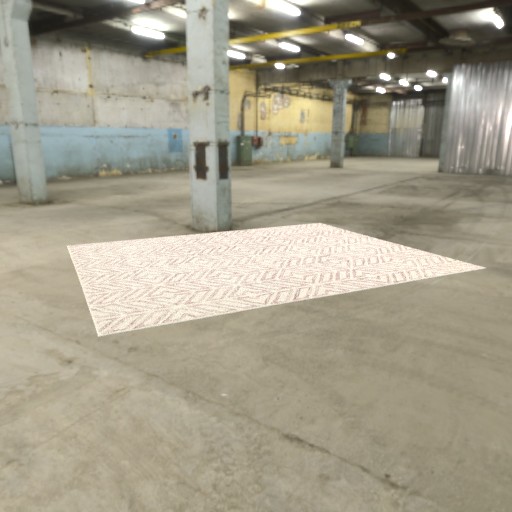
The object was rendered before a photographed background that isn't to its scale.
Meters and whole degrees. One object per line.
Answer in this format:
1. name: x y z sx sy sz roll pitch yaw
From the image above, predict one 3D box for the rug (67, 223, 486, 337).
1. rug: 0.000 0.000 4.050 3.045 0.008 2.421 -7 16 -25
